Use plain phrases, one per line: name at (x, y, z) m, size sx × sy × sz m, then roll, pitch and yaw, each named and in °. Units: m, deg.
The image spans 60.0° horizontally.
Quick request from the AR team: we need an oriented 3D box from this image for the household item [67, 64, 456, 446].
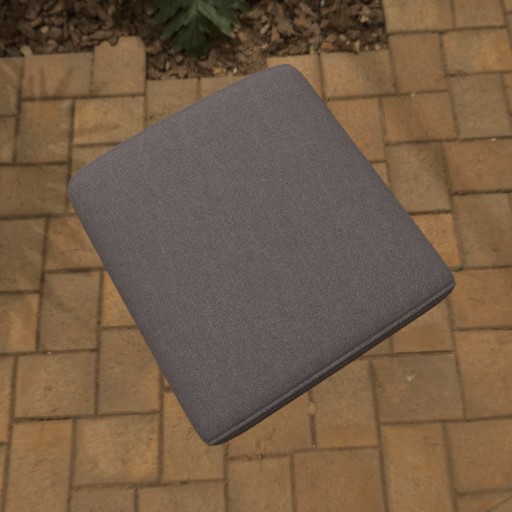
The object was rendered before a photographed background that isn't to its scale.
household item at (0.000, 0.000, 0.892) m, size 0.530 × 0.410 × 0.530 m, roll -31°, pitch 77°, yaw -8°
